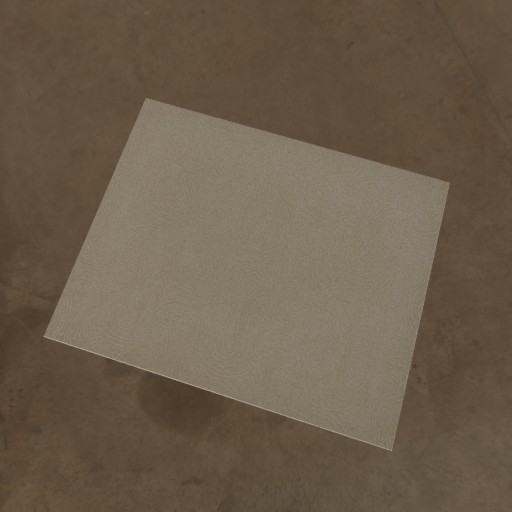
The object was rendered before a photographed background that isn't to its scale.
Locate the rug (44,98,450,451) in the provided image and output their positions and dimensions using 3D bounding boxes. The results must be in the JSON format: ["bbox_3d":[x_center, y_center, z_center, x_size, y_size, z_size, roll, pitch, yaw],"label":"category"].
[{"bbox_3d":[0.000,0.000,3.369,2.584,0.011,2.073,17,76,4],"label":"rug"}]
